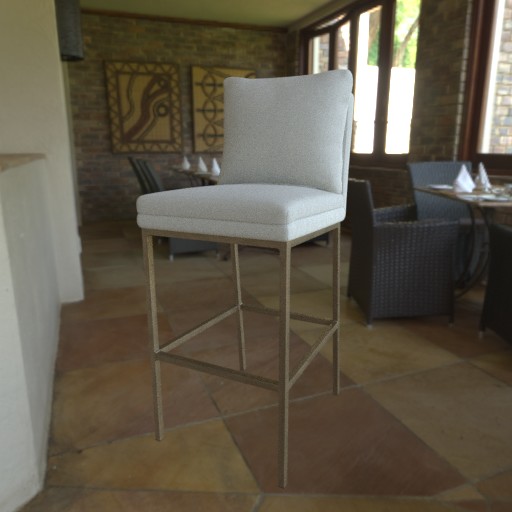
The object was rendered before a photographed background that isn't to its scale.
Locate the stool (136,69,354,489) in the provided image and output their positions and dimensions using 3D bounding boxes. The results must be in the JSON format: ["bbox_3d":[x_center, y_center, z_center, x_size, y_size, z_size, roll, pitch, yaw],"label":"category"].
[{"bbox_3d":[0.000,0.000,1.396,0.463,1.125,0.572,7,16,27],"label":"stool"}]
